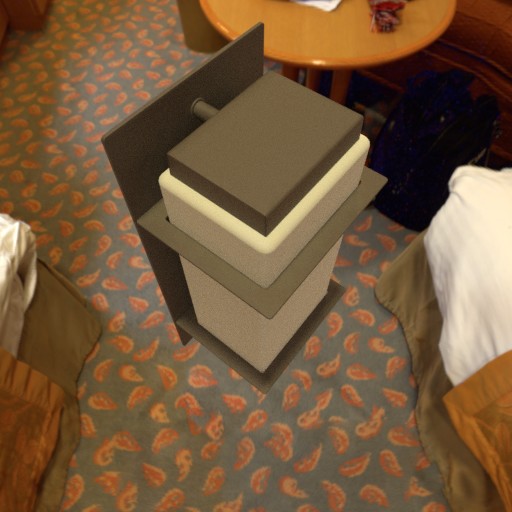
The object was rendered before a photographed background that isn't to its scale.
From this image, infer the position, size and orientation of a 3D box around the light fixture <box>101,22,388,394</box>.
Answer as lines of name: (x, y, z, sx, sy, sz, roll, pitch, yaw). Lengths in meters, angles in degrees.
light fixture: (0.000, 0.000, 0.420, 0.146, 0.347, 0.153, 34, 64, 19)
